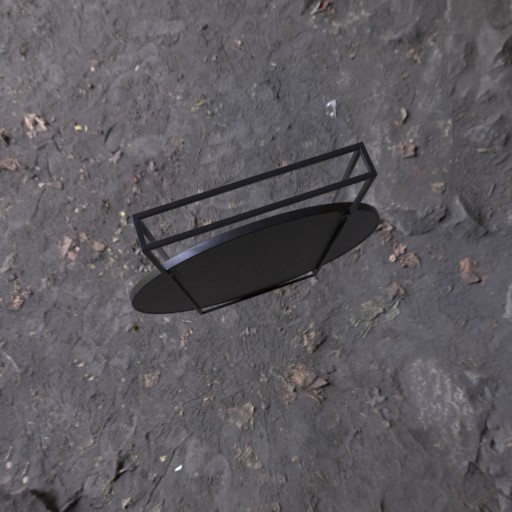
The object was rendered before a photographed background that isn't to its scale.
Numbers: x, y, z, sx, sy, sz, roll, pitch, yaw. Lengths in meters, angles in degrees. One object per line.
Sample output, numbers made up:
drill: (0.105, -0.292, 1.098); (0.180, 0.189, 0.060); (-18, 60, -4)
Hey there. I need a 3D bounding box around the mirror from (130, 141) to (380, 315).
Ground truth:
mirror: (0.000, 0.000, 0.855); (0.508, 0.603, 0.051); (-19, 76, -5)
